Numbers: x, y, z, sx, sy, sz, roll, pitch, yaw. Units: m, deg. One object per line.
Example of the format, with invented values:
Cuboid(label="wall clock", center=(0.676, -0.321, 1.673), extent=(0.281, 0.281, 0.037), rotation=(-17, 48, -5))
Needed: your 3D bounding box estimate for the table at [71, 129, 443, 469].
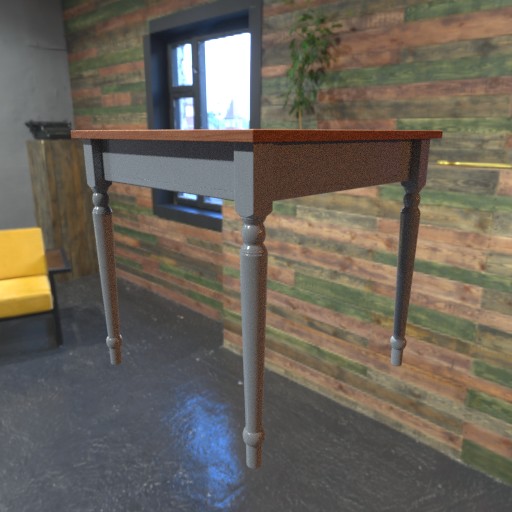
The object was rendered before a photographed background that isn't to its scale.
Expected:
Cuboid(label="table", center=(0.000, 0.000, 1.355), extent=(0.747, 0.738, 0.747), rotation=(-15, 21, -42))
